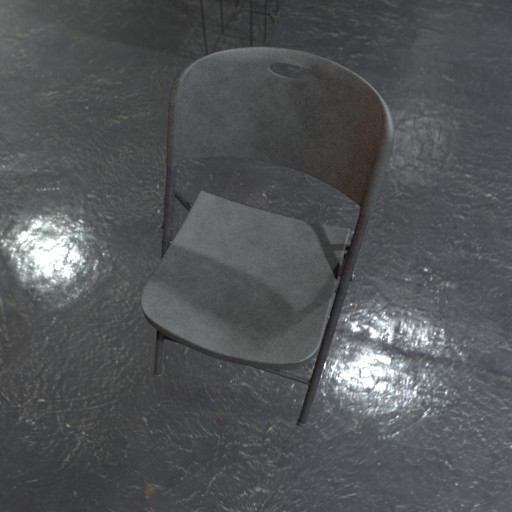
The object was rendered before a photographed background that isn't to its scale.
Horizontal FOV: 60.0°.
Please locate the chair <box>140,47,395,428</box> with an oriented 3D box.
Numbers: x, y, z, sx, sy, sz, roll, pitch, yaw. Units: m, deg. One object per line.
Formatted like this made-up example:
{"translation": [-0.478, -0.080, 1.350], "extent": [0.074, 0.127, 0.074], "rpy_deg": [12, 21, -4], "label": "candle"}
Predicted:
{"translation": [0.000, 0.000, 1.136], "extent": [0.494, 0.810, 0.566], "rpy_deg": [16, 59, 10], "label": "chair"}
